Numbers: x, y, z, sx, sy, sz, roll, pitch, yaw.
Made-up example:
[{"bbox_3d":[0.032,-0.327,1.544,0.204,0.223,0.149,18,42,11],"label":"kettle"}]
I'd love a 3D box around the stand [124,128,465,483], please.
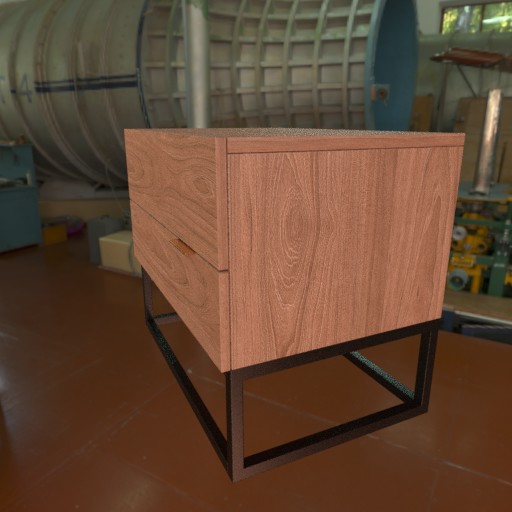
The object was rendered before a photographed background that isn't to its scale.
[{"bbox_3d":[0.000,0.000,0.919,0.420,0.500,0.600,-8,19,-24],"label":"stand"}]
